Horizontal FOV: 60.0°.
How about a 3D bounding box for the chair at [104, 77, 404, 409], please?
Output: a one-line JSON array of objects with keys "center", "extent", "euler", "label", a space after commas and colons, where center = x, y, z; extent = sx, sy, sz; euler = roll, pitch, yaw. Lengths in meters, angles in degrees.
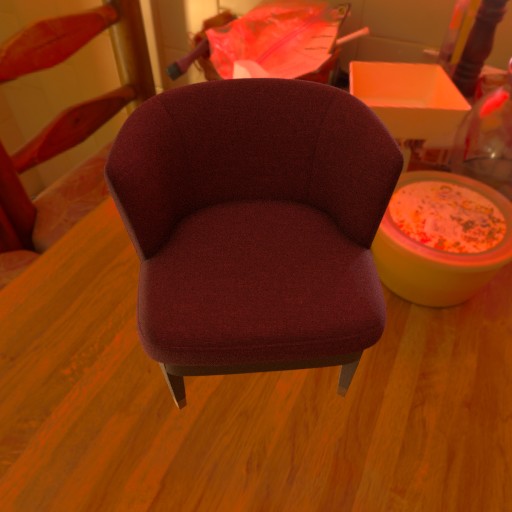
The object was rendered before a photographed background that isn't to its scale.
[{"center": [0.000, 0.000, 1.274], "extent": [0.700, 0.760, 0.660], "euler": [-3, 46, -3], "label": "chair"}]
